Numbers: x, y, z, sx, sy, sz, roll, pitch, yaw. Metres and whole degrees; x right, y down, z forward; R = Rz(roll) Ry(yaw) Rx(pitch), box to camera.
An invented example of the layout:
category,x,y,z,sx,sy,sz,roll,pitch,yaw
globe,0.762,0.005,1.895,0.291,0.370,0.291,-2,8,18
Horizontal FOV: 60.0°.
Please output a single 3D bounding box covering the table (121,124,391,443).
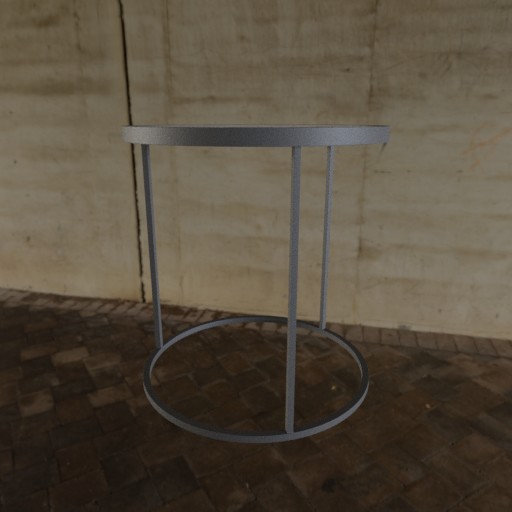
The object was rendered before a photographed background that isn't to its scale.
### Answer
category,x,y,z,sx,sy,sz,roll,pitch,yaw
table,0.000,0.000,0.878,0.470,0.498,0.470,0,17,0
